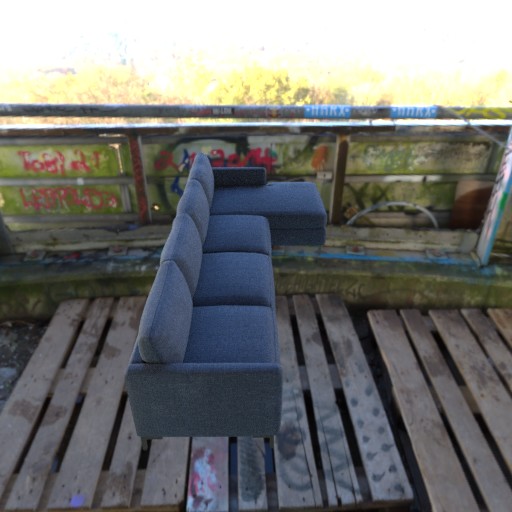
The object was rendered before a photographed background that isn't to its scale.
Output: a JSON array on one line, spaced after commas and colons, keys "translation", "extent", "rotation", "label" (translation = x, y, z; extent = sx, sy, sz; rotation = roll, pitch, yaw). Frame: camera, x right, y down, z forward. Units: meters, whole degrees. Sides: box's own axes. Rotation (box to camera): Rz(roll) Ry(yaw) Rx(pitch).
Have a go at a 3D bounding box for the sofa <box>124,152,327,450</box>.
[{"translation": [0.000, 0.000, 3.516], "extent": [1.350, 0.810, 2.932], "rotation": [0, 32, 0], "label": "sofa"}]
